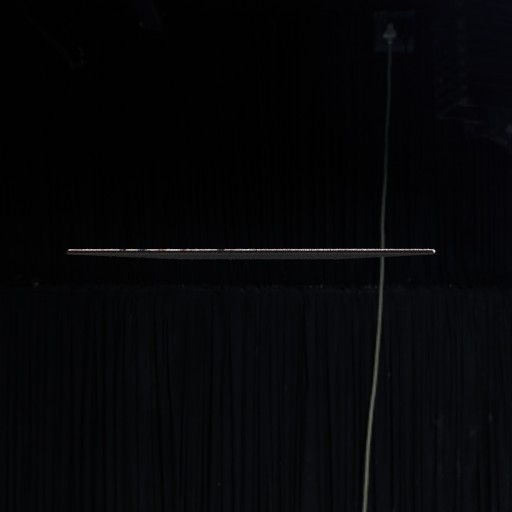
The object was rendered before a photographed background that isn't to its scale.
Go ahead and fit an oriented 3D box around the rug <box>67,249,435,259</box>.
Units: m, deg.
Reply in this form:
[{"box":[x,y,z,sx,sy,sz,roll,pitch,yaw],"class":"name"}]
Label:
[{"box":[0.000,0.000,2.370,1.225,0.015,1.840,0,-1,1],"class":"rug"}]
